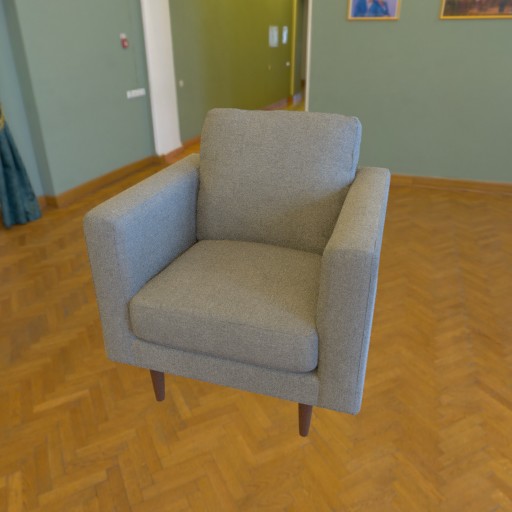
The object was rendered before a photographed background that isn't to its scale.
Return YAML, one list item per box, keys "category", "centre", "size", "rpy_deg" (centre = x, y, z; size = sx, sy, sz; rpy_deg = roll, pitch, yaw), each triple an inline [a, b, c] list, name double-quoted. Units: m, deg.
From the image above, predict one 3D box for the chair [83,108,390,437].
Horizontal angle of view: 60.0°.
- category: "chair"
  centre: [0.000, 0.000, 1.583]
  size: [0.855, 0.927, 0.800]
  rpy_deg: [8, 27, 15]
